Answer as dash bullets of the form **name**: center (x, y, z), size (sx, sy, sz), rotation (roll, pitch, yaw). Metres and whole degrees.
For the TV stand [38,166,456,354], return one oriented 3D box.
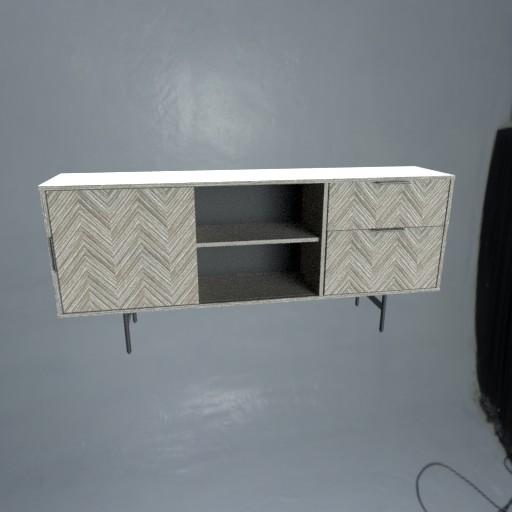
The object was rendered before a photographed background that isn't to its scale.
- **TV stand**: center (0.000, 0.000, 2.172), size (1.804, 0.787, 0.405), rotation (-3, 18, -9)
